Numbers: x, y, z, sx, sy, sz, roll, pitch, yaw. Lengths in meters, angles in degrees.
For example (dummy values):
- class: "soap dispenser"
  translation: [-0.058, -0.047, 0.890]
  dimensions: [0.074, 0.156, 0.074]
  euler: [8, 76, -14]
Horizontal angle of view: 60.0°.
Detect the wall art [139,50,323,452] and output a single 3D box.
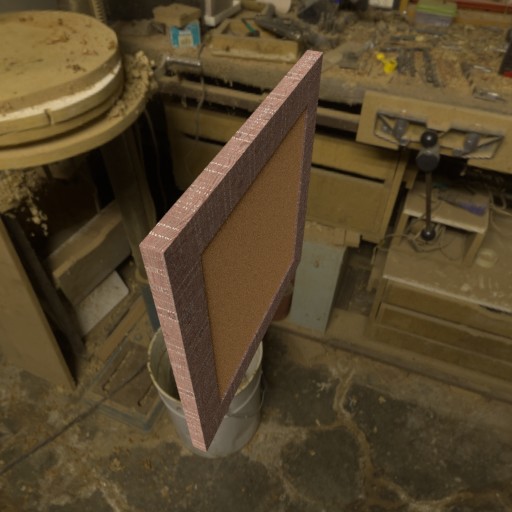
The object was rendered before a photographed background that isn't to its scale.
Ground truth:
- class: "wall art"
  translation: [0.000, 0.000, 0.802]
  dimensions: [0.029, 0.531, 0.531]
  euler: [17, 49, 16]
